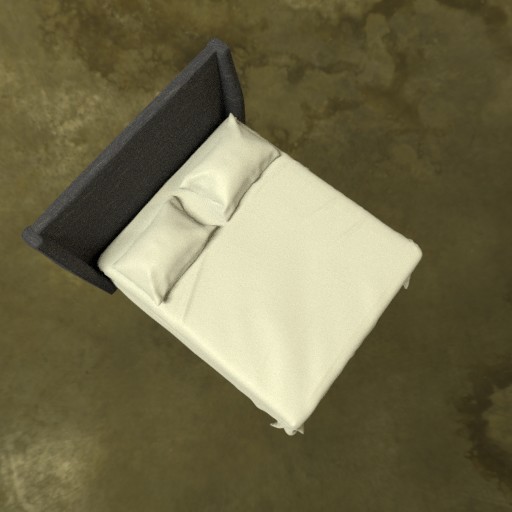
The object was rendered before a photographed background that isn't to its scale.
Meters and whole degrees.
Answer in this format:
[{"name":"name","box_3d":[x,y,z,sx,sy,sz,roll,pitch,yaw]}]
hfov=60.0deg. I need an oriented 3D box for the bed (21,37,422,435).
[{"name":"bed","box_3d":[0.000,0.000,3.384,2.276,1.332,1.925,37,78,9]}]
